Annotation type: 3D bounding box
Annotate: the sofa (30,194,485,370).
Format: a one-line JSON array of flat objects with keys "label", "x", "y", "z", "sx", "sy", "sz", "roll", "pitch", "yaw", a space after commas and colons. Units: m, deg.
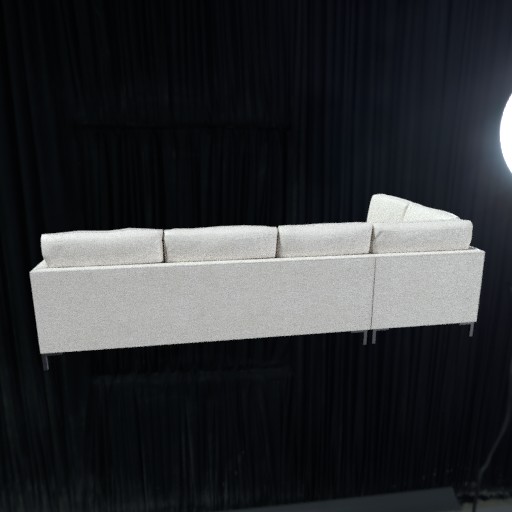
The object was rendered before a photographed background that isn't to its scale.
[{"label": "sofa", "x": 0.000, "y": 0.000, "z": 4.234, "sx": 3.384, "sy": 0.996, "sz": 2.048, "roll": -2, "pitch": 15, "yaw": -9}]
